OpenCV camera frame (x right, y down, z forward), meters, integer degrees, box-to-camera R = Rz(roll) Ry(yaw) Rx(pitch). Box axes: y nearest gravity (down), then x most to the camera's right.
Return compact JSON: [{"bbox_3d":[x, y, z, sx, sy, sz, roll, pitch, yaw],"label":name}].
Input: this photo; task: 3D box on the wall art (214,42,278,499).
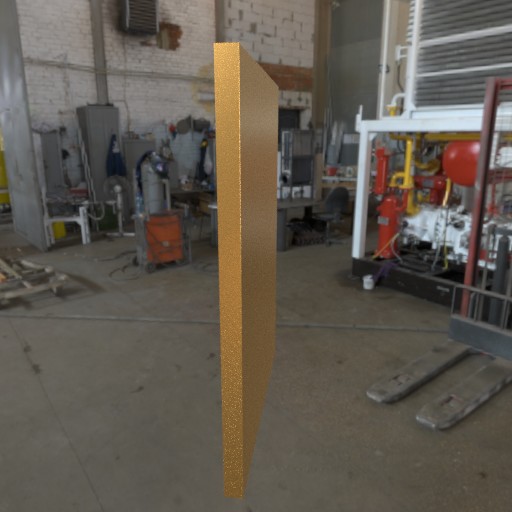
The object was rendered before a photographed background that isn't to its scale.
[{"bbox_3d":[0.000,0.000,1.047,0.038,0.812,0.610,2,15,8],"label":"wall art"}]
